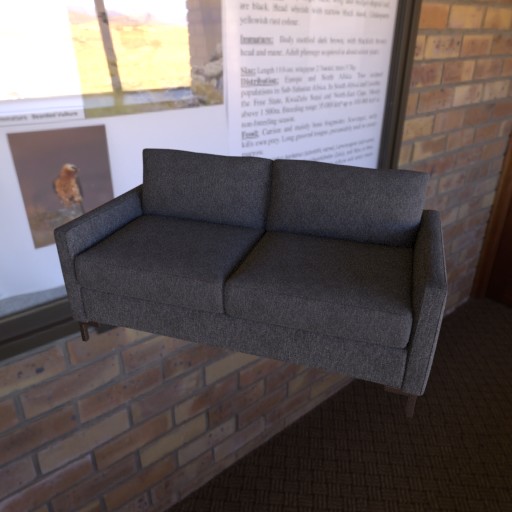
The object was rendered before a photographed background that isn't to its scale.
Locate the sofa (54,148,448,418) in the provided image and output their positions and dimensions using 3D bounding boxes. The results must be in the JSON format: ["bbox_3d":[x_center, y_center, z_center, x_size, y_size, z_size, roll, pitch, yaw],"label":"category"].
[{"bbox_3d":[0.000,0.000,2.214,1.716,0.862,0.866,8,27,17],"label":"sofa"}]
